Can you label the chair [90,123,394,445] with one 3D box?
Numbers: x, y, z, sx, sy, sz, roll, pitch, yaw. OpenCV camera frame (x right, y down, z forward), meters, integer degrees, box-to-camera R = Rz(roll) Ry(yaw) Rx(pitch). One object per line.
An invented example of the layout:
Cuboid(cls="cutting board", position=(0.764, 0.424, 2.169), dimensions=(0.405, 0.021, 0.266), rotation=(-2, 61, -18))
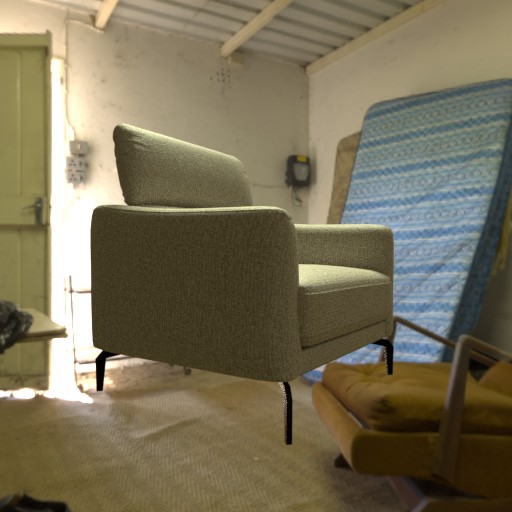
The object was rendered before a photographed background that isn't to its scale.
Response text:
Cuboid(cls="chair", position=(0.000, 0.000, 1.694), dimensions=(0.835, 0.967, 0.972), rotation=(0, 0, 35))
